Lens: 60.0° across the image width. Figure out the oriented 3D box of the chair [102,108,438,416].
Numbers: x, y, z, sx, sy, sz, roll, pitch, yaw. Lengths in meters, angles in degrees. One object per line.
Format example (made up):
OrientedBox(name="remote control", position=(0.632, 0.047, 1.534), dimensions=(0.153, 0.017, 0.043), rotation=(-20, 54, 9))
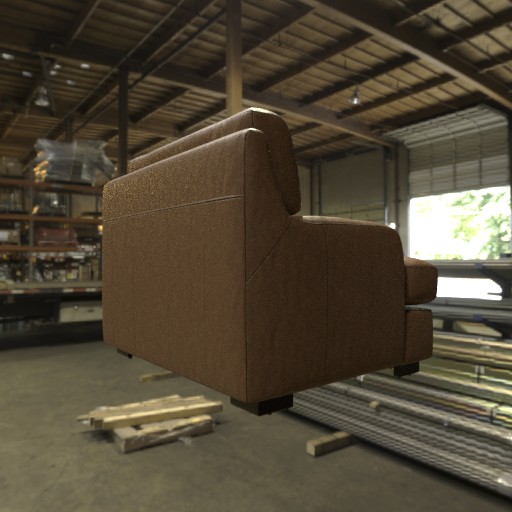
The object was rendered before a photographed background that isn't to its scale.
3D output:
OrientedBox(name="chair", position=(0.000, 0.000, 2.034), dimensions=(1.050, 0.978, 1.276), rotation=(0, -1, -38))
